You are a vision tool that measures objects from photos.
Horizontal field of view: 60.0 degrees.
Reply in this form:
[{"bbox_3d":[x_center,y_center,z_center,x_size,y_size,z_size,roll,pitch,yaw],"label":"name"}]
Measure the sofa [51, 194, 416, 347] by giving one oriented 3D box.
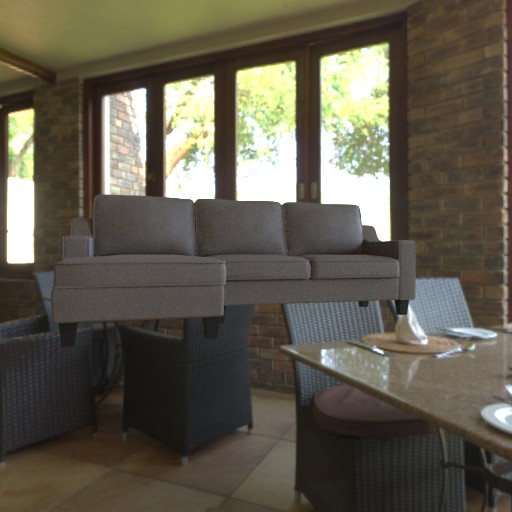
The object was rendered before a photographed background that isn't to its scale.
[{"bbox_3d":[0.000,0.000,3.198,2.561,0.928,1.294,0,0,-18],"label":"sofa"}]
